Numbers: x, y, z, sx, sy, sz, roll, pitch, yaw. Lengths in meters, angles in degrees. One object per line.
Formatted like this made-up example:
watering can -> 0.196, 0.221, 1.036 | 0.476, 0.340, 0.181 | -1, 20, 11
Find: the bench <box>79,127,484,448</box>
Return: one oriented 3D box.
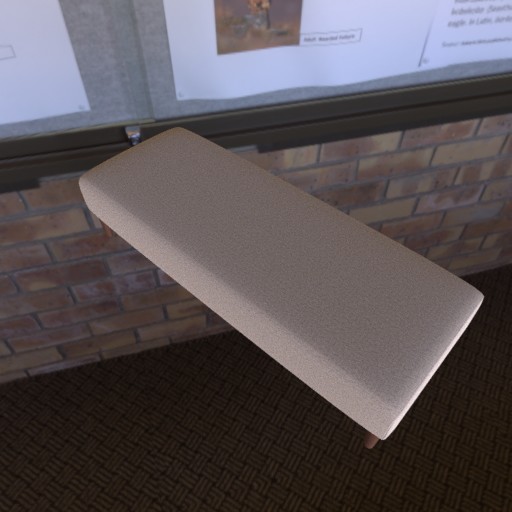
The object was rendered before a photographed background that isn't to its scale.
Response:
bench -> 0.000, 0.000, 1.839 | 1.598, 0.383, 0.631 | 34, 55, 27
